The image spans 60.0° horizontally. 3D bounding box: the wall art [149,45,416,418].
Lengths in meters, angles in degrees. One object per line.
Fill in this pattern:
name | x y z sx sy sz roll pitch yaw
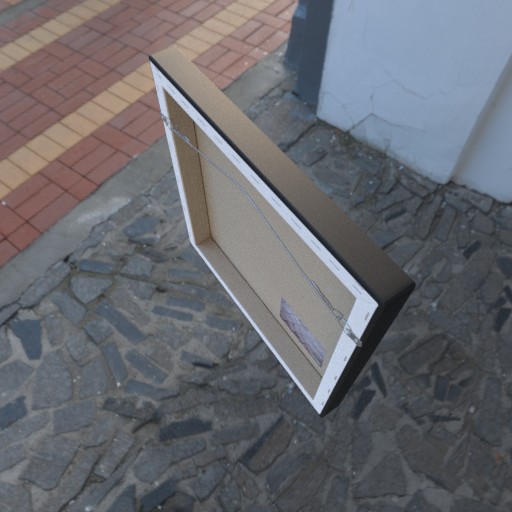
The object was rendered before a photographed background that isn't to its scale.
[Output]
wall art | 0.000 0.000 0.618 0.041 0.407 0.406 -31 63 -18
